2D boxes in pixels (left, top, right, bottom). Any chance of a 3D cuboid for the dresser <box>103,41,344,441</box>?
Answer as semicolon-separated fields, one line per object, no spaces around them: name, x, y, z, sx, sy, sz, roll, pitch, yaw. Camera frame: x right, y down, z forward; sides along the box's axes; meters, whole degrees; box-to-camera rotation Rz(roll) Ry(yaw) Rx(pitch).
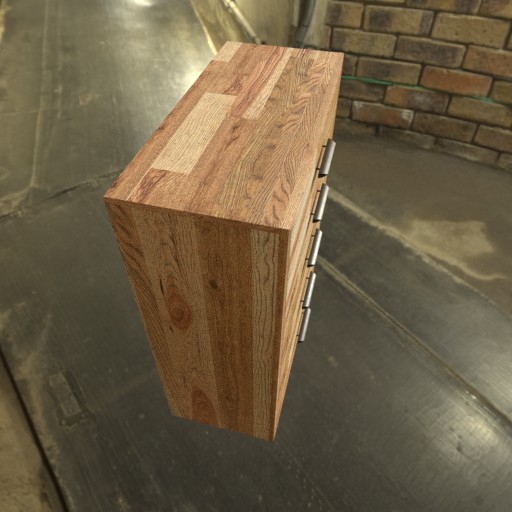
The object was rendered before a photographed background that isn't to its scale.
dresser;0.000;0.000;1.756;0.480;1.243;0.966;11;47;10
